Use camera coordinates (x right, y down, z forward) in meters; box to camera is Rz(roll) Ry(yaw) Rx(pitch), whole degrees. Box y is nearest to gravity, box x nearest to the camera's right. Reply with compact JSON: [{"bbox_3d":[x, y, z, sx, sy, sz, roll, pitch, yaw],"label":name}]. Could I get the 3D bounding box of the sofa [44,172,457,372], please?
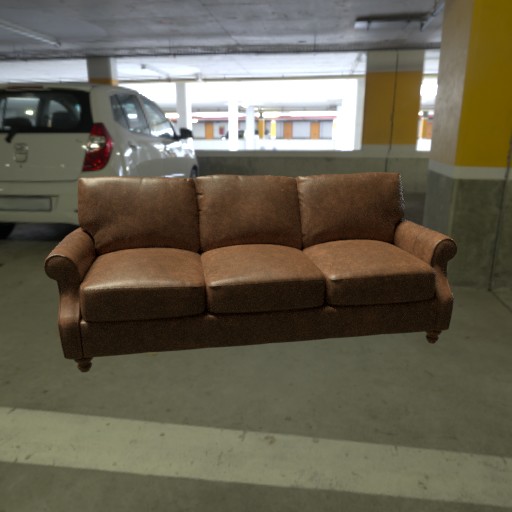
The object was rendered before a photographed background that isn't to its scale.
[{"bbox_3d":[0.000,0.000,2.807,2.351,0.977,0.973,-3,15,-9],"label":"sofa"}]
